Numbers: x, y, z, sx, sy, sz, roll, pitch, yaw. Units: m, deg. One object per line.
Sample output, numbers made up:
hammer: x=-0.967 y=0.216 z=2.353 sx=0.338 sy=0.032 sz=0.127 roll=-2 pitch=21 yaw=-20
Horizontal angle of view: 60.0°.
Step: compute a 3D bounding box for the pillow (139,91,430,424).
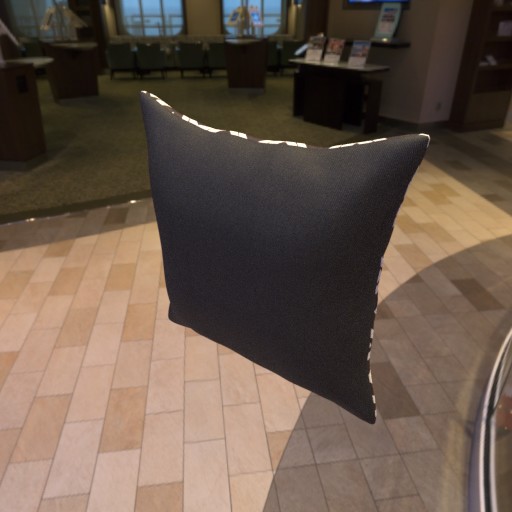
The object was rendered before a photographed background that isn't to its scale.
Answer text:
pillow: x=0.000 y=0.000 z=0.766 sx=0.504 sy=0.494 sz=0.188 roll=20 pitch=35 yaw=31
